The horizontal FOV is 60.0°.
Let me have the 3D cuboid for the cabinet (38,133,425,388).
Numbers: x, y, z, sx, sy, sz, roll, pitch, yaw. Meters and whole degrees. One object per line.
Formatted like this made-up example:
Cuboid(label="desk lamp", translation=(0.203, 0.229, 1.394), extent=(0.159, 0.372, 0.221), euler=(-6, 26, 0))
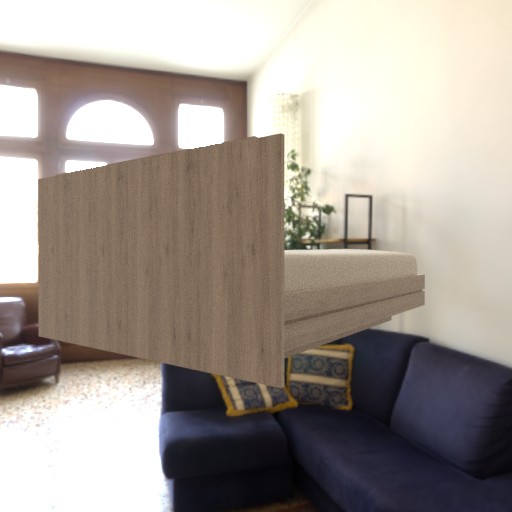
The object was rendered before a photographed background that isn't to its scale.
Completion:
Cuboid(label="cabinet", translation=(0.000, 0.000, 3.012), extent=(1.750, 0.970, 2.080), euler=(0, 1, 36))
